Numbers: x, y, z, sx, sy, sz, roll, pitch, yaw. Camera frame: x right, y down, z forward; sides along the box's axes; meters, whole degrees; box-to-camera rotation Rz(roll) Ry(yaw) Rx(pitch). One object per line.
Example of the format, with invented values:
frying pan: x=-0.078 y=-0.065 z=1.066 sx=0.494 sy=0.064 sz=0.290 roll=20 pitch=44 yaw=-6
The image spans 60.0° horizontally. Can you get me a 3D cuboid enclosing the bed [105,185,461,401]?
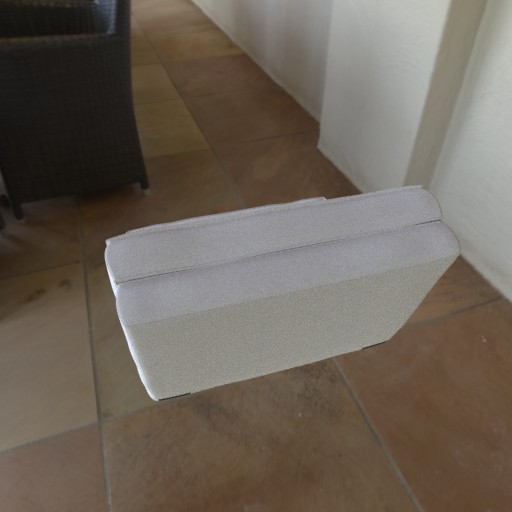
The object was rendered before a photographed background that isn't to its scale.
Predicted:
bed: x=0.000 y=0.000 z=1.354 sx=0.799 sy=0.614 sz=0.749 roll=-11 pitch=43 yaw=-12
